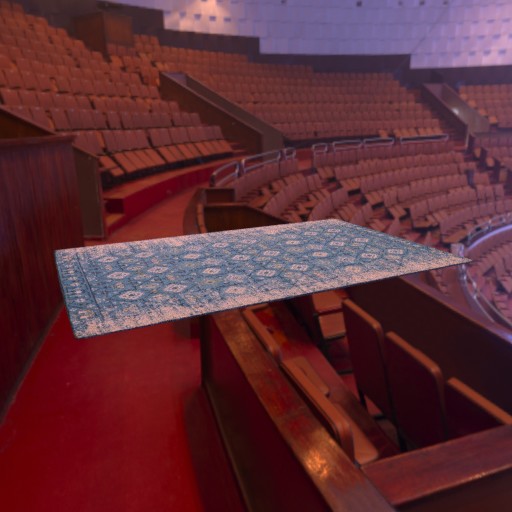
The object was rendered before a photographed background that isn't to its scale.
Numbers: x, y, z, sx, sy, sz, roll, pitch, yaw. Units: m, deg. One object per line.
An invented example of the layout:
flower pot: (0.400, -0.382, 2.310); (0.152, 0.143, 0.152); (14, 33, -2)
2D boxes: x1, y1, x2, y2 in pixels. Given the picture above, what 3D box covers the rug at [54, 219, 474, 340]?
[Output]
rug: (0.000, 0.000, 2.197); (1.795, 0.008, 1.102); (-8, 18, -26)
